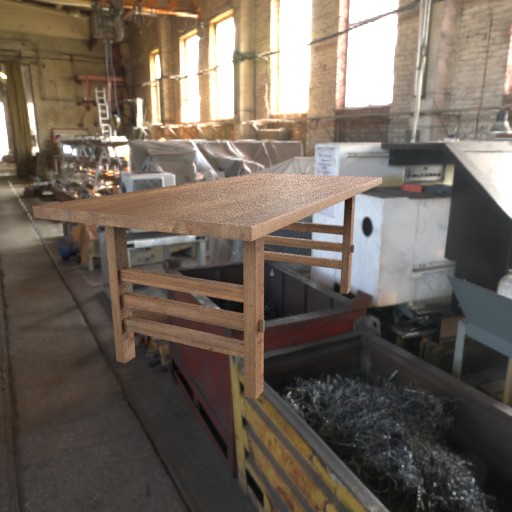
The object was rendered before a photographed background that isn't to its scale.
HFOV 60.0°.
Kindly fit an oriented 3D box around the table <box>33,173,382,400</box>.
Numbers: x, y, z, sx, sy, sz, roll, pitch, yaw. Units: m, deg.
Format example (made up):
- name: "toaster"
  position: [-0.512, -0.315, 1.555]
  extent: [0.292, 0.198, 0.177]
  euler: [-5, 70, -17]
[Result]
- name: "table"
  position: [0.000, 0.000, 2.483]
  extent: [0.952, 0.760, 2.003]
  euler: [7, 16, 25]
